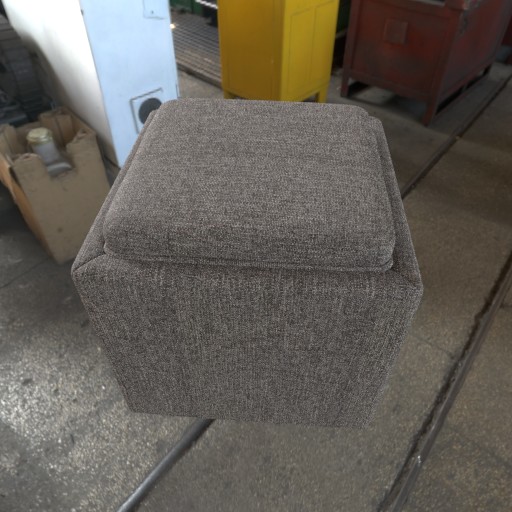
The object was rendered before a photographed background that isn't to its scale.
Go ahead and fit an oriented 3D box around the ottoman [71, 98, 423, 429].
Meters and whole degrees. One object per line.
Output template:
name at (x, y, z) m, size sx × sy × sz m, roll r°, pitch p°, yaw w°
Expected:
ottoman at (0.000, 0.000, 0.824) m, size 0.450 × 0.460 × 0.450 m, roll 3°, pitch 45°, yaw 3°
